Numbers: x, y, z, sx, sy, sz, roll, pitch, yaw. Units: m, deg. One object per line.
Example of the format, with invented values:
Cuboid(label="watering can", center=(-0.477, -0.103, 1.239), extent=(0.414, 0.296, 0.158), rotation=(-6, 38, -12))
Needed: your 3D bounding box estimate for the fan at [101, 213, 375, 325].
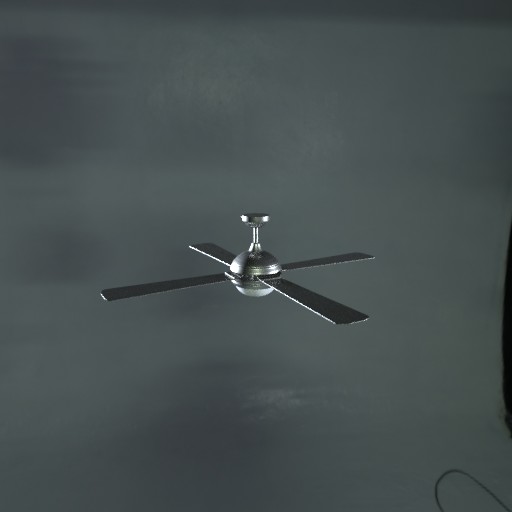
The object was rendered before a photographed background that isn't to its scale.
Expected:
Cuboid(label="fan", center=(0.000, 0.000, 2.049), extent=(1.321, 0.381, 1.321), rotation=(-2, 14, -8))
